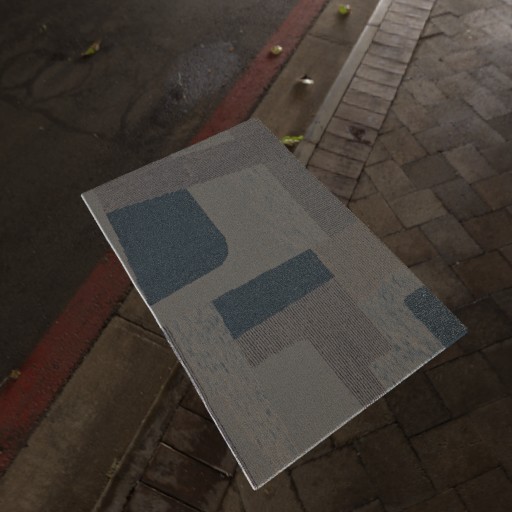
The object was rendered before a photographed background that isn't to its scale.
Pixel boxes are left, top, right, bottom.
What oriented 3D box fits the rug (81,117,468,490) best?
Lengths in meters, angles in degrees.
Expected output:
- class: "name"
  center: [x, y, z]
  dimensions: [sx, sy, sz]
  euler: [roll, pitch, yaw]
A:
- class: "rug"
  center: [0.000, 0.000, 2.361]
  dimensions: [1.238, 0.020, 1.847]
  euler: [-29, 61, -18]
